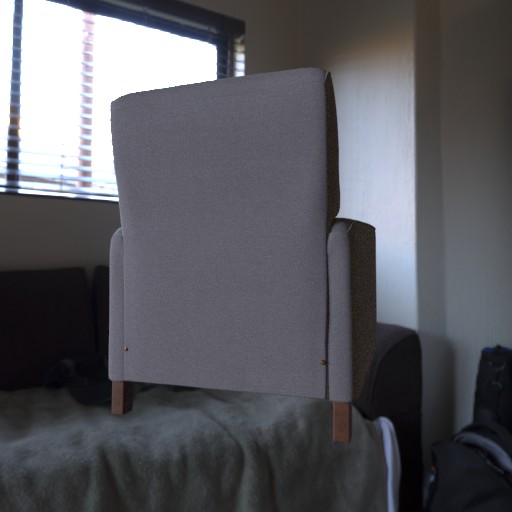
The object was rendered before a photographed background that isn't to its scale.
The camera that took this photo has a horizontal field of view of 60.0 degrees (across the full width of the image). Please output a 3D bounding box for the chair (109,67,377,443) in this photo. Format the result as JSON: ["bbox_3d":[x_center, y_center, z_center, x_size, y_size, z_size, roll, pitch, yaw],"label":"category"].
[{"bbox_3d":[0.000,0.000,1.637,0.845,1.023,0.859,0,-1,18],"label":"chair"}]
